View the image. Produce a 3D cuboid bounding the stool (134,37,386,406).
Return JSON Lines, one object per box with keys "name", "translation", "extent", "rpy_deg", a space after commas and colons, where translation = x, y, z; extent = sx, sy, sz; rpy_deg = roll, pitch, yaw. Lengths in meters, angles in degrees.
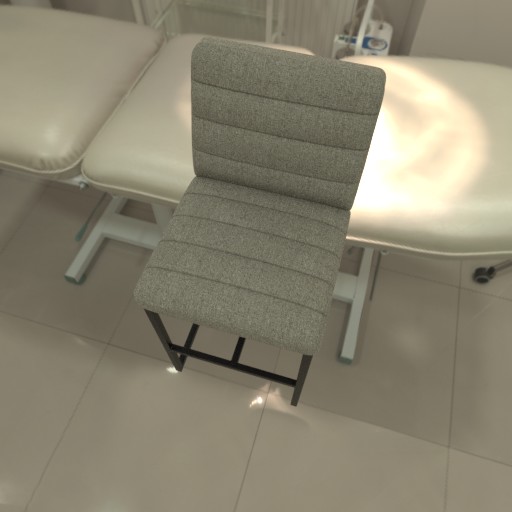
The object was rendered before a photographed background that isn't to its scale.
{"name": "stool", "translation": [0.000, 0.000, 1.262], "extent": [0.460, 0.940, 0.560], "rpy_deg": [14, 59, 9]}
